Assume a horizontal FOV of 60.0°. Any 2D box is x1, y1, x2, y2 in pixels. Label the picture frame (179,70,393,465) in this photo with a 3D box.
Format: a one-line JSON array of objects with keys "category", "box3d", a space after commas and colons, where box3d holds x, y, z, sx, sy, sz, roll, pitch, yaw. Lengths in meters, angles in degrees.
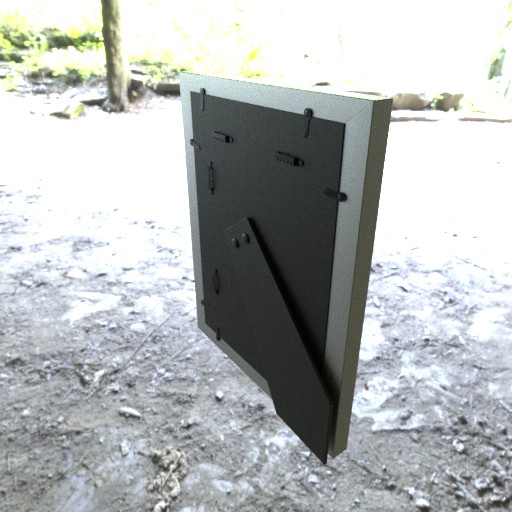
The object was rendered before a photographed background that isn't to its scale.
[{"category": "picture frame", "box3d": [0.000, 0.000, 0.526, 0.036, 0.386, 0.307, -18, 32, -32]}]
